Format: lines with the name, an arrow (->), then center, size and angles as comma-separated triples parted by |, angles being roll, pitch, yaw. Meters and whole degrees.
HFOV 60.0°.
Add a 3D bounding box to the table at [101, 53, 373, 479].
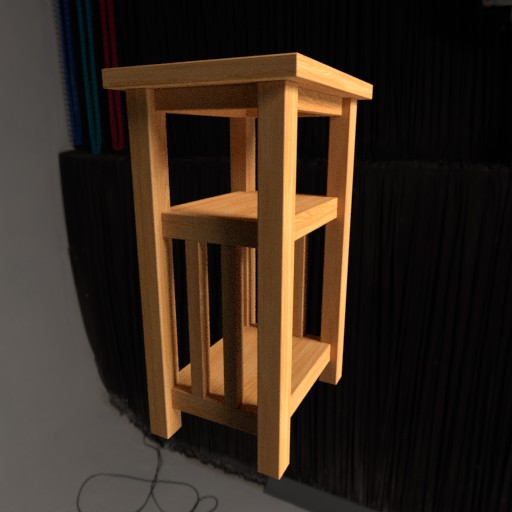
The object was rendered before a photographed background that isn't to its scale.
table -> 0.000, 0.000, 0.734 | 0.270, 0.550, 0.350 | 8, 17, 26
